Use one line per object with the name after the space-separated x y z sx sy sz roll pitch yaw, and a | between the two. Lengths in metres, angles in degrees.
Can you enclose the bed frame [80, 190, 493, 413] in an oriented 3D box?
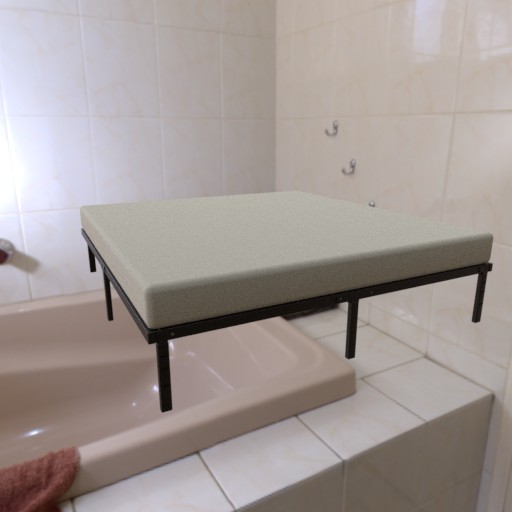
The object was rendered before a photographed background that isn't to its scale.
0.000 0.000 3.810 2.526 0.680 2.635 -8 18 -26 | bed frame
